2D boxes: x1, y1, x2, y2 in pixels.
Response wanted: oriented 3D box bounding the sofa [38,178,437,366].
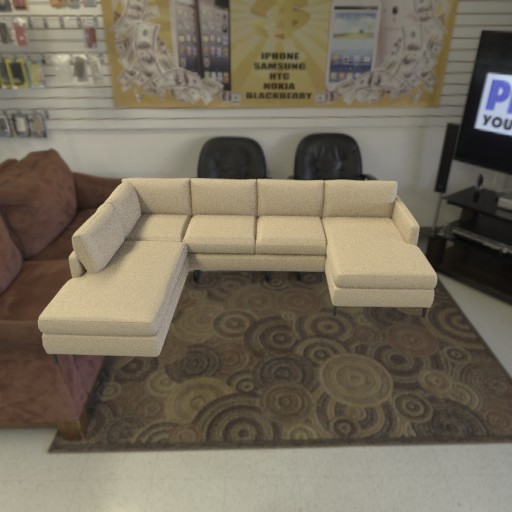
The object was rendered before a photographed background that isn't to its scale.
[{"bbox_3d":[0.000,0.000,3.575,2.737,0.756,1.879,1,28,2],"label":"sofa"}]
